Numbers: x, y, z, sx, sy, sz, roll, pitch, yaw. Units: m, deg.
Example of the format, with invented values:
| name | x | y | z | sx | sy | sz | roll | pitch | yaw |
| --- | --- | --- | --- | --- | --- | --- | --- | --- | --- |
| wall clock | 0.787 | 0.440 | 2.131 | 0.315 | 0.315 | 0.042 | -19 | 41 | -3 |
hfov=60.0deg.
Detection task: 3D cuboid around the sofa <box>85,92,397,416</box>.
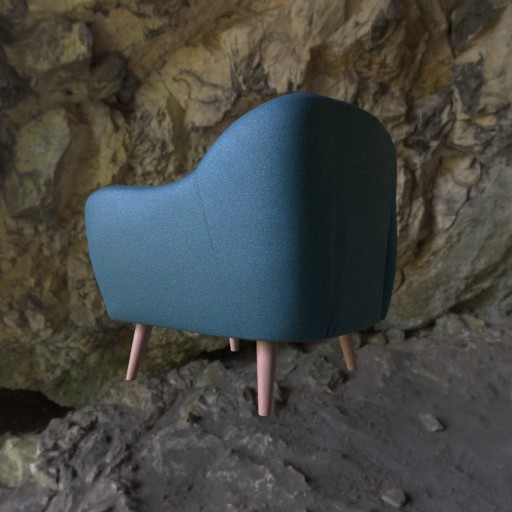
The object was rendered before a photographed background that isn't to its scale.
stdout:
| name | x | y | z | sx | sy | sz | roll | pitch | yaw |
| --- | --- | --- | --- | --- | --- | --- | --- | --- | --- |
| sofa | 0.000 | 0.000 | 1.500 | 0.825 | 0.817 | 0.836 | 0 | 0 | 36 |
